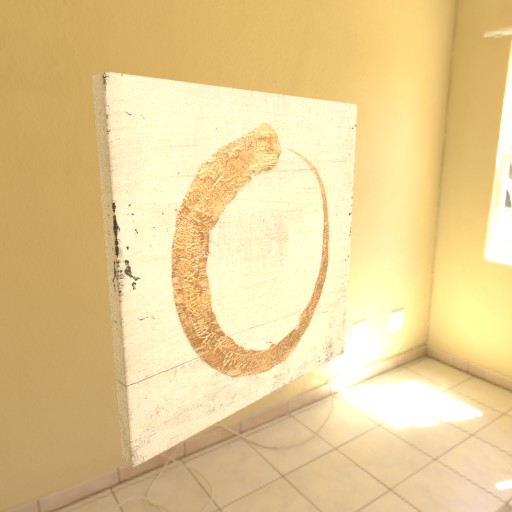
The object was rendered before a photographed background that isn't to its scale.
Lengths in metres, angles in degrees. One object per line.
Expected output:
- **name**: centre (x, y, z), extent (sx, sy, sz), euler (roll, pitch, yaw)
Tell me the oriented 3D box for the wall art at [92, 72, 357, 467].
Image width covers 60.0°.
- **wall art**: centre (0.000, 0.000, 0.879), extent (0.610, 0.611, 0.040), euler (-13, 18, -43)
